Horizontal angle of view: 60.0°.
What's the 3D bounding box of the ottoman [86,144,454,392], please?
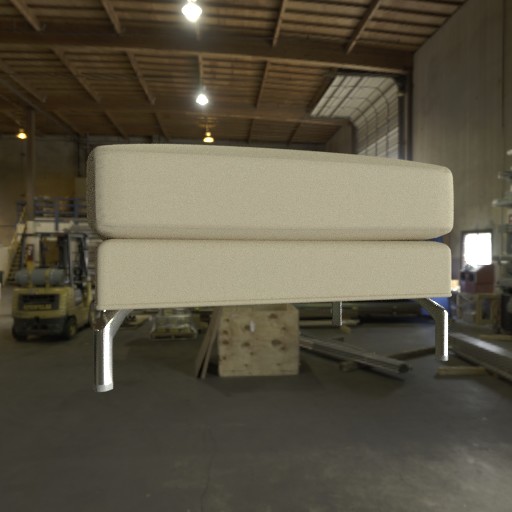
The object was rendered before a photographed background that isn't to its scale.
[{"bbox_3d":[0.000,0.000,1.202,0.835,0.497,0.581,0,1,-18],"label":"ottoman"}]
